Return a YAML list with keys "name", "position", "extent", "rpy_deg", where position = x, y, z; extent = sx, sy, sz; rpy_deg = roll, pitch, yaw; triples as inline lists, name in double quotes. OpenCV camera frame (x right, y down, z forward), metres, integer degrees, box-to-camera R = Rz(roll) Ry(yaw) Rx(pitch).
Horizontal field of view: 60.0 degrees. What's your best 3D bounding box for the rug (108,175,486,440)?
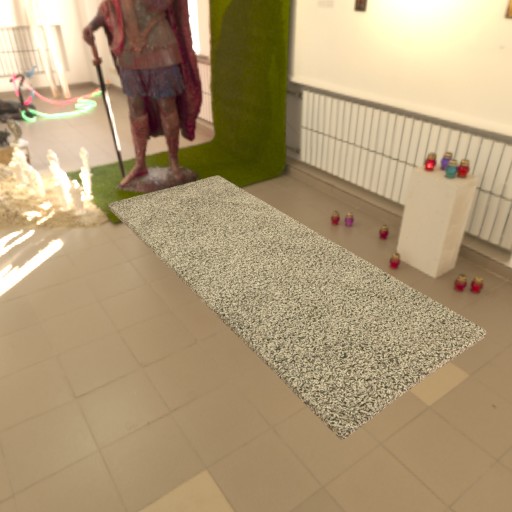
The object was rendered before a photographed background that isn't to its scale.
- name: "rug"
  position: [0.000, 0.000, 1.696]
  extent: [0.609, 0.030, 1.524]
  rpy_deg: [-21, 38, -30]
